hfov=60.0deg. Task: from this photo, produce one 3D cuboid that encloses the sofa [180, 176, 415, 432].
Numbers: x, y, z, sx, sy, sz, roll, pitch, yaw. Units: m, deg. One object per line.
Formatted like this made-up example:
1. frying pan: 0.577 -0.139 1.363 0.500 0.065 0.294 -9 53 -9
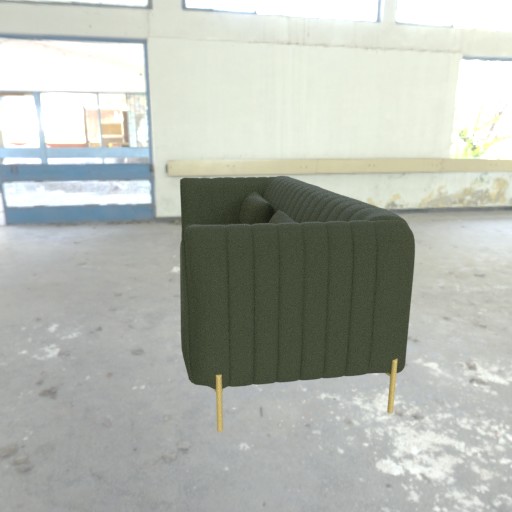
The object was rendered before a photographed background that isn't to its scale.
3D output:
1. sofa: 0.000 0.000 2.626 0.896 0.793 2.137 -2 15 -9
